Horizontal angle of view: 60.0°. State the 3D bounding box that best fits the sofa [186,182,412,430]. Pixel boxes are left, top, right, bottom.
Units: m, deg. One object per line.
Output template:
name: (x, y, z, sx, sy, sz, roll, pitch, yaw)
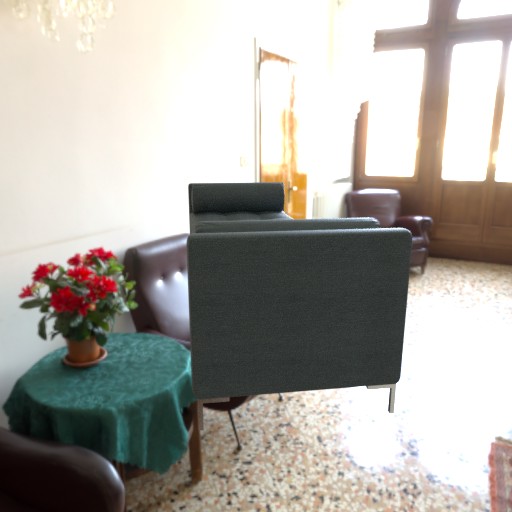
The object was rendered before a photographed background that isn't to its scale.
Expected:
sofa: (0.000, 0.000, 2.313, 0.686, 0.635, 1.981, -2, 14, -8)
